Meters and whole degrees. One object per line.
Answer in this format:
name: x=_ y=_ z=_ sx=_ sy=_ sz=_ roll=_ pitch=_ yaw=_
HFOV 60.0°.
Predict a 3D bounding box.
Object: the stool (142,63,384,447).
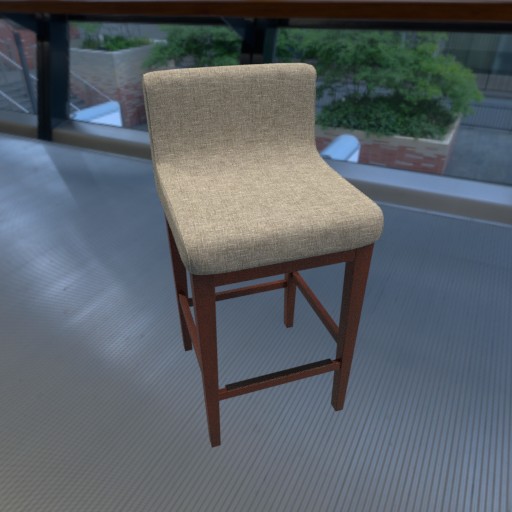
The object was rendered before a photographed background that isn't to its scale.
stool: x=0.000 y=0.000 z=1.116 sx=0.417 sy=0.835 sz=0.459 roll=-10 pitch=34 yaw=-16
